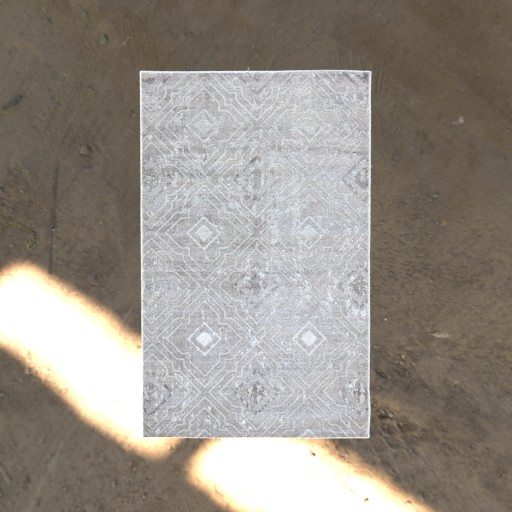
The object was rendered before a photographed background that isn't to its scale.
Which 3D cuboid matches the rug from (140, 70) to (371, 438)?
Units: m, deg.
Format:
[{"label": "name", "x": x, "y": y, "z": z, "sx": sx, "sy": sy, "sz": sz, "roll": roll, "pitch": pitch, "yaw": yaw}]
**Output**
[{"label": "rug", "x": 0.000, "y": 0.000, "z": 2.951, "sx": 1.537, "sy": 0.036, "sz": 2.447, "roll": 0, "pitch": 91, "yaw": 0}]
